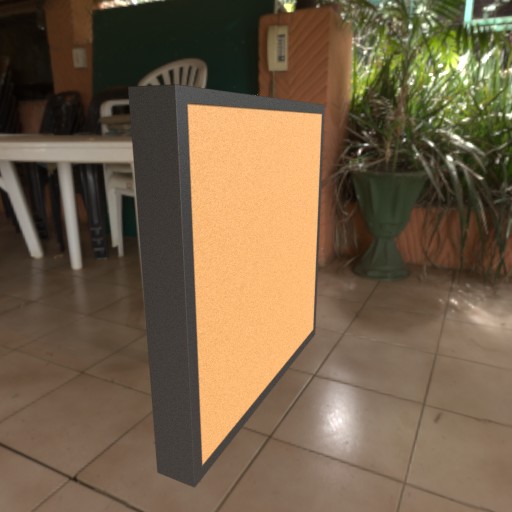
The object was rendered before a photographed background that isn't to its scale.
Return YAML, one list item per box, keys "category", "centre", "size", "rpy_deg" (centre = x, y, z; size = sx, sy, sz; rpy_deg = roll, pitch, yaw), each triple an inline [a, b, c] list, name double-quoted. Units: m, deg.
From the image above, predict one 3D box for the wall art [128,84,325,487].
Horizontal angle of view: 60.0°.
- category: "wall art"
  centre: [0.000, 0.000, 0.452]
  size: [0.038, 0.304, 0.304]
  rpy_deg: [8, 18, 25]
